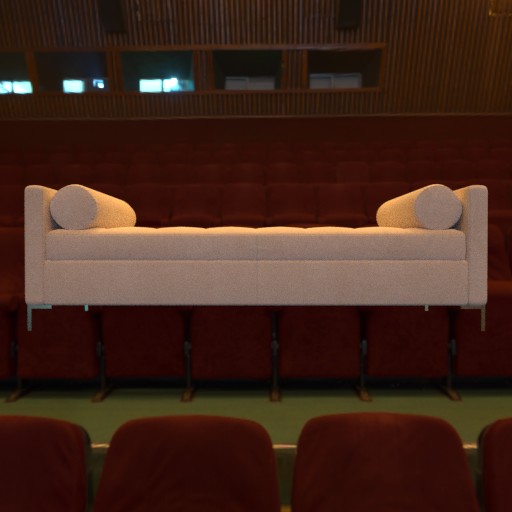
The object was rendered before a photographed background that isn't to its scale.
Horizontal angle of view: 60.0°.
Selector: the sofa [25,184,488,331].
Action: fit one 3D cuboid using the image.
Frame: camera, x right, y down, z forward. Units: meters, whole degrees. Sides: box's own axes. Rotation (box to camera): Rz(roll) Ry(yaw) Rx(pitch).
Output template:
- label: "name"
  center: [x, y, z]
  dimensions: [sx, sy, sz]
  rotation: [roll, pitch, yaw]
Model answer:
- label: "sofa"
  center: [0.000, 0.000, 2.227]
  dimensions: [1.981, 0.635, 0.686]
  rotation: [0, 1, 0]
